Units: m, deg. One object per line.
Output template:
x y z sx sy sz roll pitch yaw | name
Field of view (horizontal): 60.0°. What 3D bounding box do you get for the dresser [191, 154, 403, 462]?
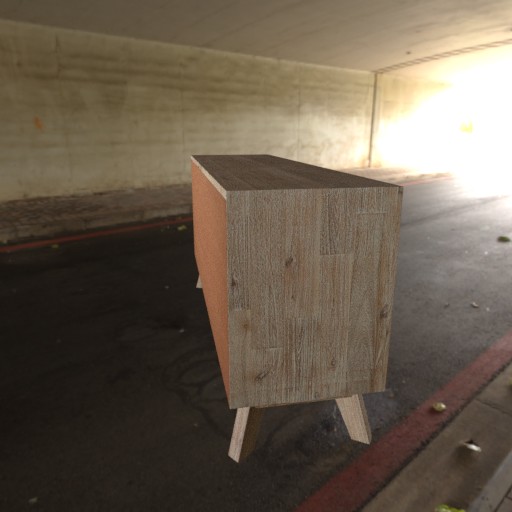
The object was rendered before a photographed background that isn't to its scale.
0.000 0.000 1.948 0.455 0.788 1.602 -3 16 -11 | dresser
